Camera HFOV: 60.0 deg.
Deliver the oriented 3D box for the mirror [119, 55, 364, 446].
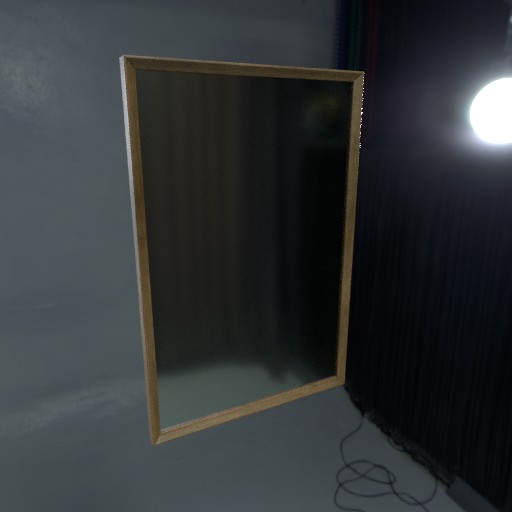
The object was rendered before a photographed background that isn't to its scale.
[{"bbox_3d":[0.000,0.000,1.150,0.609,0.915,0.041,-8,18,-27],"label":"mirror"}]
